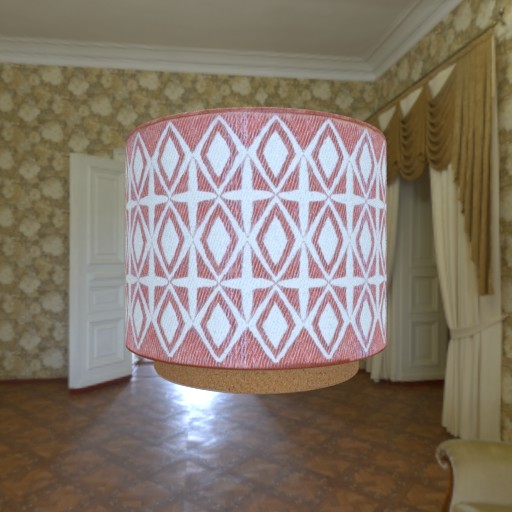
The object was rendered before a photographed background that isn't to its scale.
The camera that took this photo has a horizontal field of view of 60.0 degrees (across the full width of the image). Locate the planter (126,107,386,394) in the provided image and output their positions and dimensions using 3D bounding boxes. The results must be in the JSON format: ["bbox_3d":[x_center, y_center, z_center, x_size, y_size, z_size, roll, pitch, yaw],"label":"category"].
[{"bbox_3d":[0.000,0.000,0.485,0.273,0.237,0.273,0,0,0],"label":"planter"}]
